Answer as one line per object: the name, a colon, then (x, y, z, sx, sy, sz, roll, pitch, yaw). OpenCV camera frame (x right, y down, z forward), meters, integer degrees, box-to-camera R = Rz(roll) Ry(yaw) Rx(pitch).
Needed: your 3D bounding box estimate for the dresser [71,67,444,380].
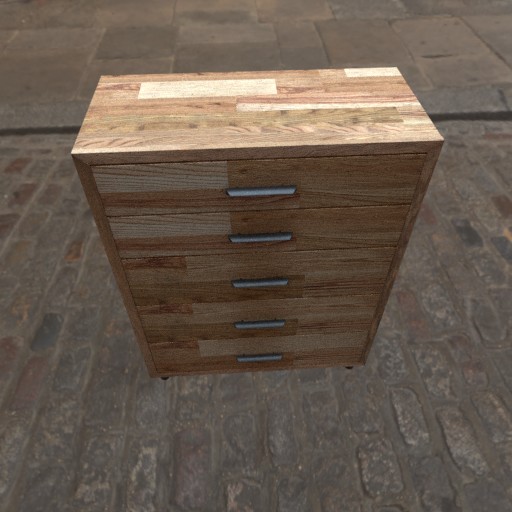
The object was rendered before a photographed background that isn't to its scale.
dresser: (0.000, 0.000, 1.730, 0.966, 1.243, 0.480, -3, 47, -3)
